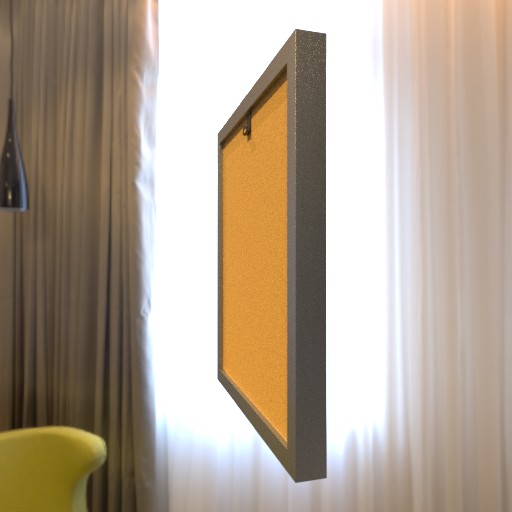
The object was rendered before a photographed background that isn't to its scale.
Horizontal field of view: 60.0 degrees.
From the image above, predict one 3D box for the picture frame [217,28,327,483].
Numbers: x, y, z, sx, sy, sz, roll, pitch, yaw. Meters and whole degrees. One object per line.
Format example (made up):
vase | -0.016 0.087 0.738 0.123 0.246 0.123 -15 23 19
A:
picture frame | 0.000 0.000 1.355 0.073 0.968 0.839 0 0 -16
